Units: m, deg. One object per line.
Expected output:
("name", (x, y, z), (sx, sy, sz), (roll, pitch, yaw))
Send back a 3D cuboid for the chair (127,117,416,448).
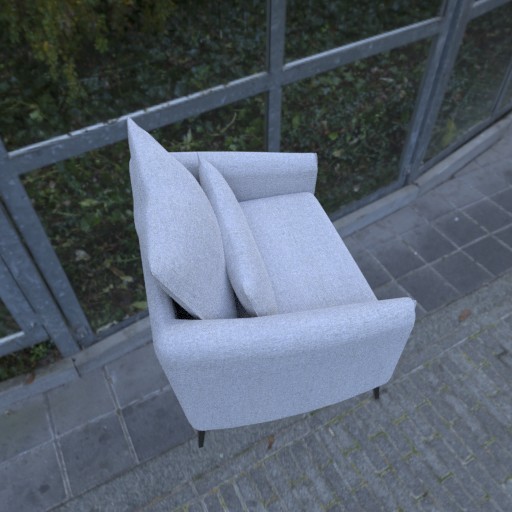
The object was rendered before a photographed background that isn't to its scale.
("chair", (0.000, 0.000, 1.670), (0.801, 0.856, 1.029), (-11, 47, -11))
